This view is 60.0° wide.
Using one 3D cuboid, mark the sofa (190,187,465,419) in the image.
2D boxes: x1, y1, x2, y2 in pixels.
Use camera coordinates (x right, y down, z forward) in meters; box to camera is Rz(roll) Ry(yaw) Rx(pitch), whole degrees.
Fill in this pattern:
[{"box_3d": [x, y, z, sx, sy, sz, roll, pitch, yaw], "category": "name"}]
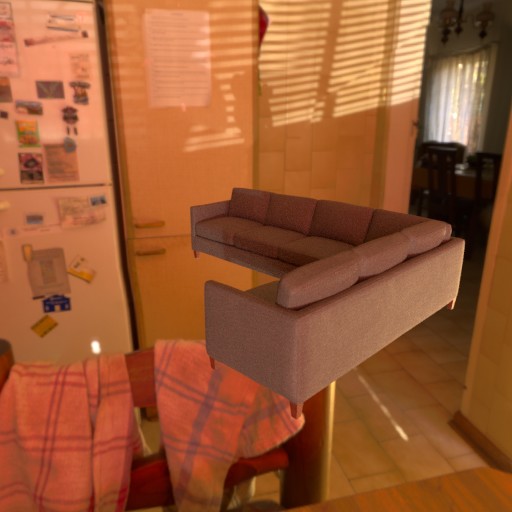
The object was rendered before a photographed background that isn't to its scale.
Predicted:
[{"box_3d": [0.000, 0.000, 4.654, 2.593, 0.947, 3.302, -17, 24, -42], "category": "sofa"}]
